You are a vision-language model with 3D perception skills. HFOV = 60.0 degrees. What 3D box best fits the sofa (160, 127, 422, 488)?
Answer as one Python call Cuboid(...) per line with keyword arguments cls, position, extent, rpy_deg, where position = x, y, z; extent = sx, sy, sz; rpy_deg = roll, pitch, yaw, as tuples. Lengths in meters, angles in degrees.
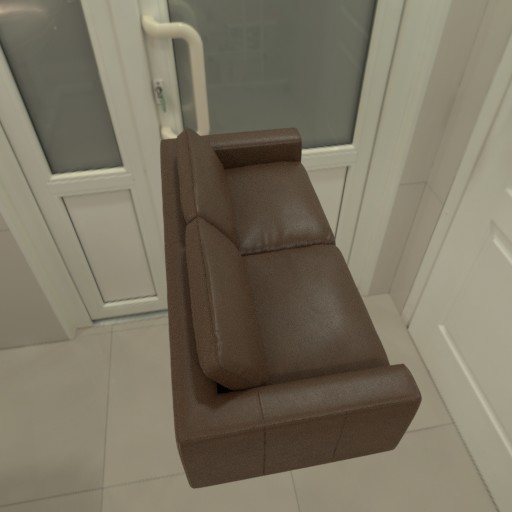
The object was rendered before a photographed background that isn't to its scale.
Cuboid(cls="sofa", position=(0.000, 0.000, 2.682), extent=(1.070, 0.801, 2.262), rpy_deg=(-7, 47, -7))
